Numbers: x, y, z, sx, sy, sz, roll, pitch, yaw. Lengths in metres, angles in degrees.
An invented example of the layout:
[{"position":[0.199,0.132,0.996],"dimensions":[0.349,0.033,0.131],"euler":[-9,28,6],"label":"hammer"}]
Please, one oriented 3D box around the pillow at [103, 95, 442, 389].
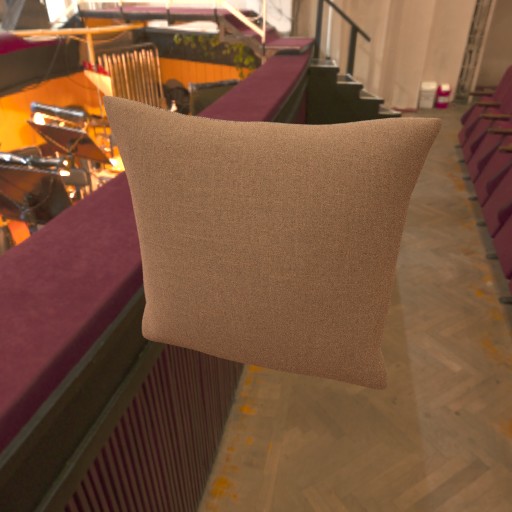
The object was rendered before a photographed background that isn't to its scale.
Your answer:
[{"position":[0.000,0.000,0.767],"dimensions":[0.512,0.506,0.178],"euler":[9,32,14],"label":"pillow"}]
